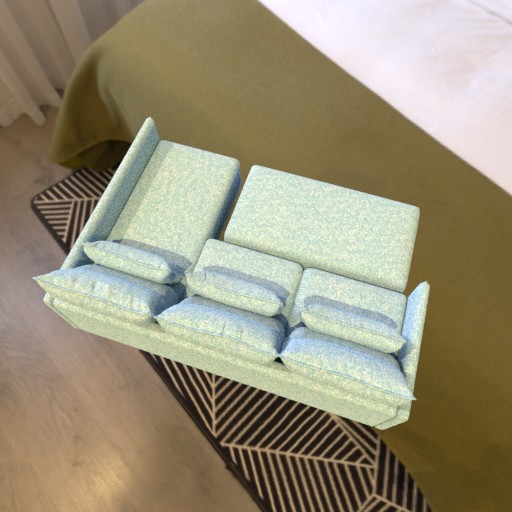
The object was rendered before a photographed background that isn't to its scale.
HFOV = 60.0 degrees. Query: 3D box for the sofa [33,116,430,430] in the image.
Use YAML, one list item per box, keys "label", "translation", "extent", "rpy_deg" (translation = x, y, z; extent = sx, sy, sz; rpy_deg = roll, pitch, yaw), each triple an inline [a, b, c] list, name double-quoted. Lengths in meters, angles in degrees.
- label: "sofa"
  translation: [0.000, 0.000, 2.755]
  extent: [2.034, 0.899, 1.420]
  rpy_deg: [16, 65, 8]
